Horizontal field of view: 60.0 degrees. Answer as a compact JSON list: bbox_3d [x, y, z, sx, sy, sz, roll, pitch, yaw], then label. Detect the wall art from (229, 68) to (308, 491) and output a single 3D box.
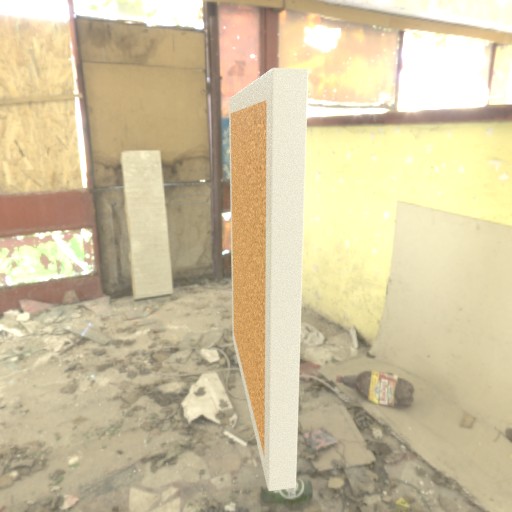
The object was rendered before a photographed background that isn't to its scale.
[{"bbox_3d":[0.000,0.000,0.536,0.028,0.381,0.331,-2,16,-9],"label":"wall art"}]
